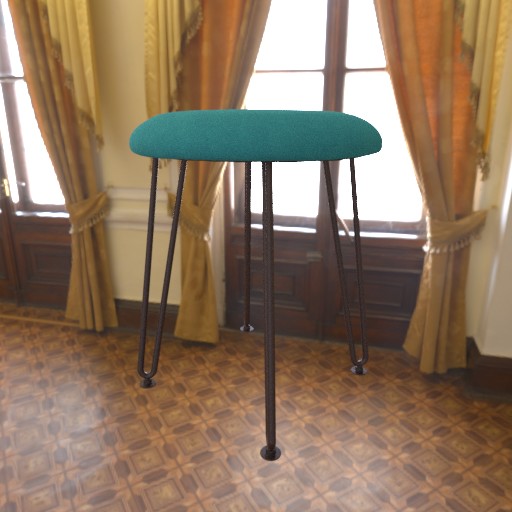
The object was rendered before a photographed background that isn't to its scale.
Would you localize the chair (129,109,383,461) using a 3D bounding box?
[{"bbox_3d":[0.000,0.000,0.684,0.350,0.430,0.350,9,19,26],"label":"chair"}]
